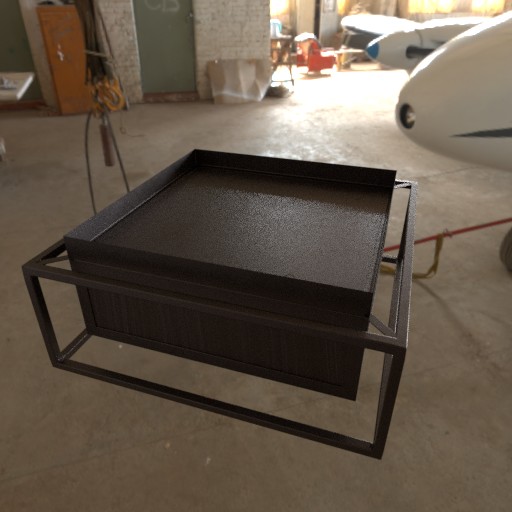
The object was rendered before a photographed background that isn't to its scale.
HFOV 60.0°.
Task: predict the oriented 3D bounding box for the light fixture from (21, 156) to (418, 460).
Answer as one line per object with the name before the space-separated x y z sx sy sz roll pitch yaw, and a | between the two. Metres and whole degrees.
light fixture | 0.000 0.000 0.679 0.441 0.191 0.441 10 32 16
